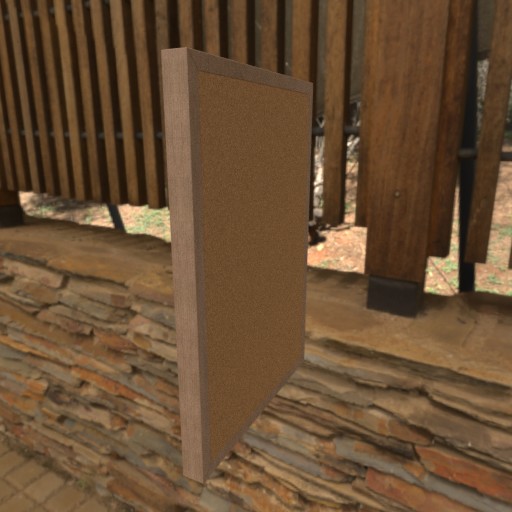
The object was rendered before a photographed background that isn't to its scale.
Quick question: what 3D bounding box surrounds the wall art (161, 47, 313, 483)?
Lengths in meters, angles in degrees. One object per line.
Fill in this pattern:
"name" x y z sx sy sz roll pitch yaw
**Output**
"wall art" 0.000 0.000 0.654 0.031 0.509 0.356 8 17 26
